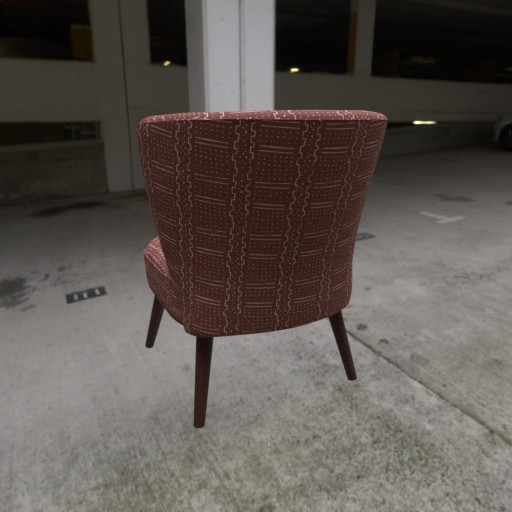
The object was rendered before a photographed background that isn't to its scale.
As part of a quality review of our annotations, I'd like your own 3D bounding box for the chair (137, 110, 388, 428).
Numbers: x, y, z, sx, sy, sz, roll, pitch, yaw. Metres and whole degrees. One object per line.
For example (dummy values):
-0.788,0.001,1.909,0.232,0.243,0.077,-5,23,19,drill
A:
0.000,0.000,1.402,0.706,0.866,0.758,-8,19,-25,chair
